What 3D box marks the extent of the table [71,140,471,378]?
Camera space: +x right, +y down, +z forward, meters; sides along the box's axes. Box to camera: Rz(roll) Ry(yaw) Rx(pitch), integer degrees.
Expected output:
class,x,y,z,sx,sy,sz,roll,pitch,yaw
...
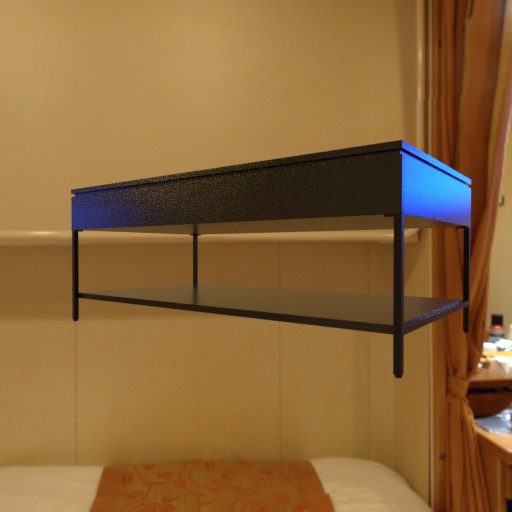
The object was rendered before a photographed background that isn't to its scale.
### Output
class,x,y,z,sx,sy,sz,roll,pitch,yaw
table,0.000,0.000,1.361,1.095,0.435,0.574,1,1,37
